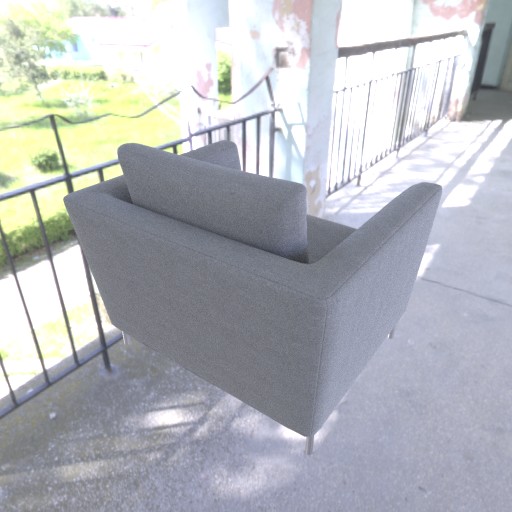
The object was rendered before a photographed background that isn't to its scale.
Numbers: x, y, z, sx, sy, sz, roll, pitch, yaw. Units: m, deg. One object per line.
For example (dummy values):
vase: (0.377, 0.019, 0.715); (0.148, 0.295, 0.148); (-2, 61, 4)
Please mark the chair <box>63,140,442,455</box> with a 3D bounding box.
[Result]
chair: (0.000, 0.000, 1.666); (1.041, 0.864, 0.889); (20, 36, 31)
